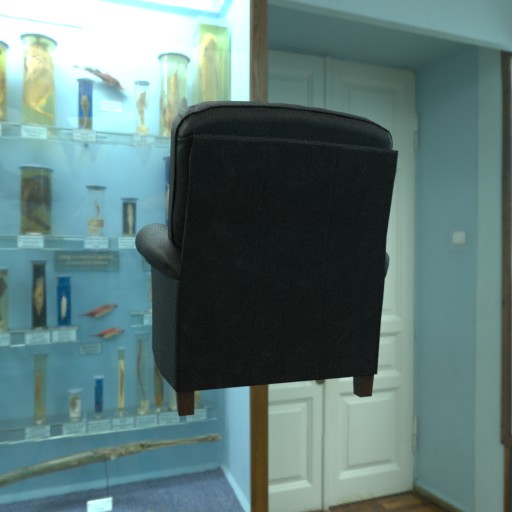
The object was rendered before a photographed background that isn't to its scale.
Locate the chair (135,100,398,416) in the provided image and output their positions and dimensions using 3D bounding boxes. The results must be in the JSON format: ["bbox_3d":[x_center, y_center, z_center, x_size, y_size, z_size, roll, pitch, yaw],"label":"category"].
[{"bbox_3d":[0.000,0.000,1.802,0.936,1.018,0.986,0,0,-17],"label":"chair"}]
